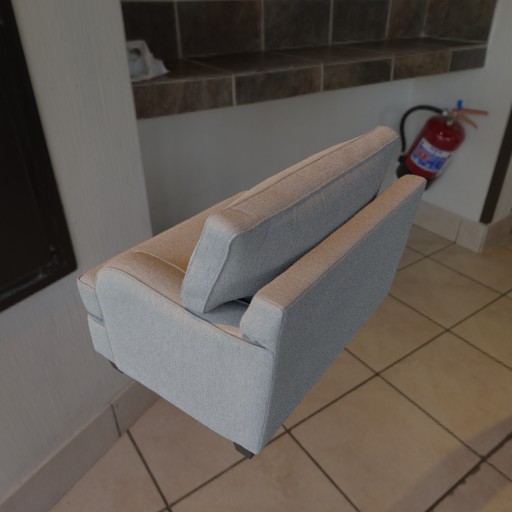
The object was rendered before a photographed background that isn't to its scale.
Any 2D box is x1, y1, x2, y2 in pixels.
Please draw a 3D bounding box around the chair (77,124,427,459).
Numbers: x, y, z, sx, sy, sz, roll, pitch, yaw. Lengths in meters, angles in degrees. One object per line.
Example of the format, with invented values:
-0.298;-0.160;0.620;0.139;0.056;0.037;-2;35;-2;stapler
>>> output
0.000;0.000;1.986;1.041;1.016;1.220;21;37;30;chair
